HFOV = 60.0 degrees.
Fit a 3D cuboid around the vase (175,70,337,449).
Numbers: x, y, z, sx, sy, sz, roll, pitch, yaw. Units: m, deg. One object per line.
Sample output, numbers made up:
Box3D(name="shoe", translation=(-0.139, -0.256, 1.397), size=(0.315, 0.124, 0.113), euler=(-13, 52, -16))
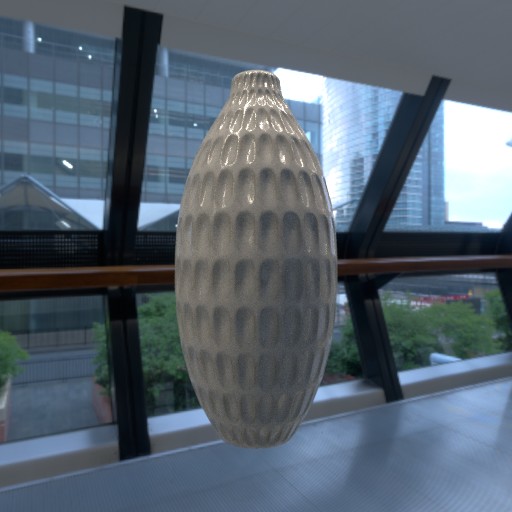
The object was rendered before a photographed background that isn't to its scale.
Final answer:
Box3D(name="vase", translation=(0.000, 0.000, 0.353), size=(0.127, 0.282, 0.127), euler=(0, 0, 0))
